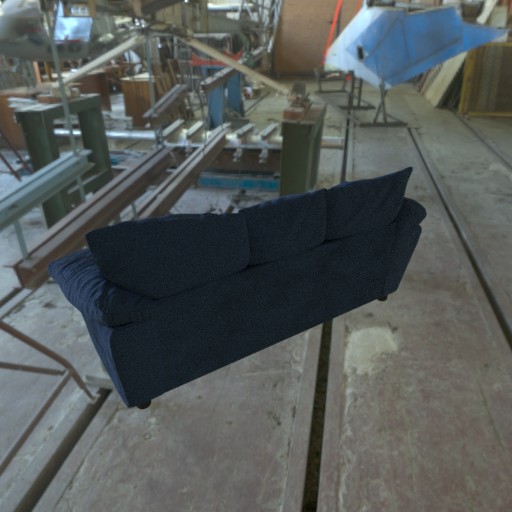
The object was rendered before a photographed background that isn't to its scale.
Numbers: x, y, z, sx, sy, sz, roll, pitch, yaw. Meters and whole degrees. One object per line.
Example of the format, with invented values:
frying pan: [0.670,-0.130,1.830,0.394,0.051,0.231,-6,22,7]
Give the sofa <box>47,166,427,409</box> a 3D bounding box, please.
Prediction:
sofa: [0.000,0.000,2.896,2.390,1.091,0.907,-17,32,-30]
